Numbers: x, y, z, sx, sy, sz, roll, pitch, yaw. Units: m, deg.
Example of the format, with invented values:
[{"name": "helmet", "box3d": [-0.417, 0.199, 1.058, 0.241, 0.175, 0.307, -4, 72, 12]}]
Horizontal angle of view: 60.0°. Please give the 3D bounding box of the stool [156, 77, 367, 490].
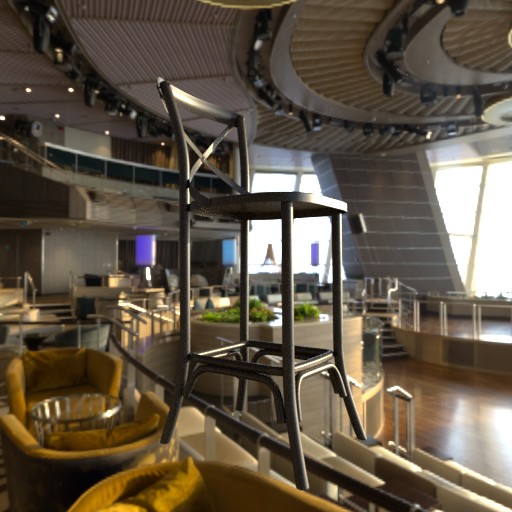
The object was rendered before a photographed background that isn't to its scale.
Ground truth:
[{"name": "stool", "box3d": [0.000, 0.000, 1.431, 0.584, 1.168, 0.457, -1, -2, 35]}]
